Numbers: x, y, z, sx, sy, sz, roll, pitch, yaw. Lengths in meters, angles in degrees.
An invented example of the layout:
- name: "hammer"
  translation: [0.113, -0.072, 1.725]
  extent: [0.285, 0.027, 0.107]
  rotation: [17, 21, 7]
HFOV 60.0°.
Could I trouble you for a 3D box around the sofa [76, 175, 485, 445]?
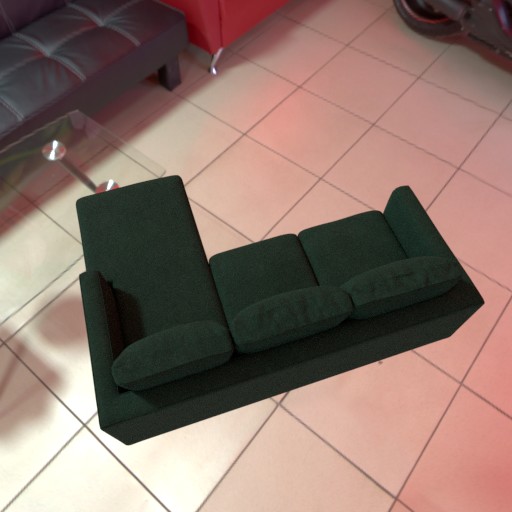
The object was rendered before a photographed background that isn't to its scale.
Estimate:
- name: "sofa"
  translation: [0.000, 0.000, 2.749]
  extent: [2.030, 0.899, 1.580]
  rotation: [-16, 60, -9]
